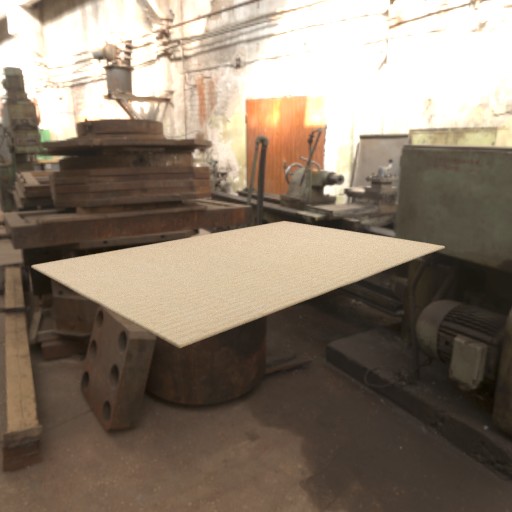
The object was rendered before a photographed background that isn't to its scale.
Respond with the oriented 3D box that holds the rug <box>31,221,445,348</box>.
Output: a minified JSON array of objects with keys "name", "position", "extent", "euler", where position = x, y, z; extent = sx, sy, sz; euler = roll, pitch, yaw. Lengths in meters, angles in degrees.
[{"name":"rug","position":[0.000,0.000,2.337],"extent":[1.848,0.014,1.238],"euler":[-14,19,-43]}]
